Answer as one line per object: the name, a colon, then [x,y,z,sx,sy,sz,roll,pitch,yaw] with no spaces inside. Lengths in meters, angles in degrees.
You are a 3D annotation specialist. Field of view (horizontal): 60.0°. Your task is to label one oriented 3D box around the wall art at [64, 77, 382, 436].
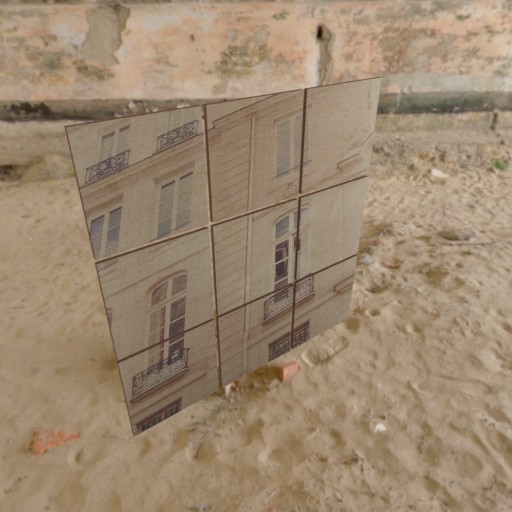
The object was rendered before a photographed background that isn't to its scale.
wall art: [0.000,0.000,1.761,1.221,1.218,0.024,-21,37,-31]
